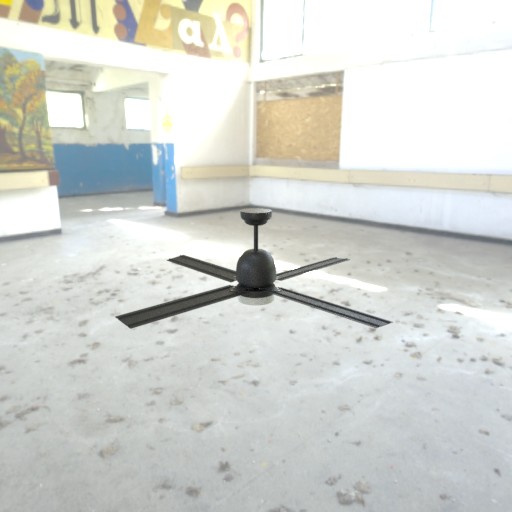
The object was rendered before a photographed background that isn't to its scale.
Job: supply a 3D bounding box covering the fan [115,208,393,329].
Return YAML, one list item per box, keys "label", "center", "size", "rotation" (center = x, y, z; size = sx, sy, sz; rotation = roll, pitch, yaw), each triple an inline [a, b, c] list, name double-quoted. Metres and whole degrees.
- label: "fan"
  center: [0.000, 0.000, 1.989]
  size: [1.319, 0.410, 1.319]
  rotation: [14, 20, 43]
